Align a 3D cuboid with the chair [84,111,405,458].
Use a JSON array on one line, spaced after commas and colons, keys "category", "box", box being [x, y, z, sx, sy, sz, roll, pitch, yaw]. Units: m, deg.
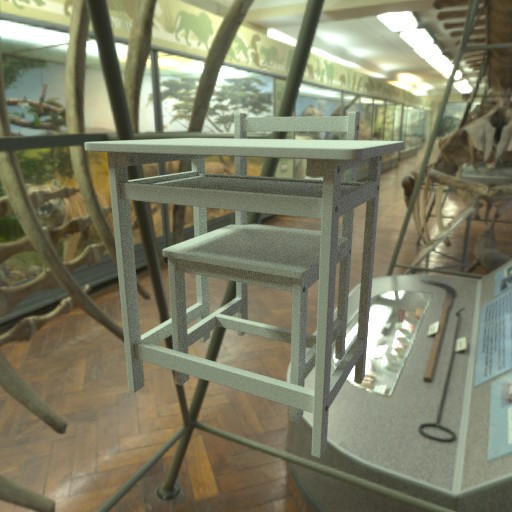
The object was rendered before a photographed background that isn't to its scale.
[{"category": "chair", "box": [0.000, 0.000, 1.076, 0.599, 0.673, 0.461, 8, 18, 27]}]
